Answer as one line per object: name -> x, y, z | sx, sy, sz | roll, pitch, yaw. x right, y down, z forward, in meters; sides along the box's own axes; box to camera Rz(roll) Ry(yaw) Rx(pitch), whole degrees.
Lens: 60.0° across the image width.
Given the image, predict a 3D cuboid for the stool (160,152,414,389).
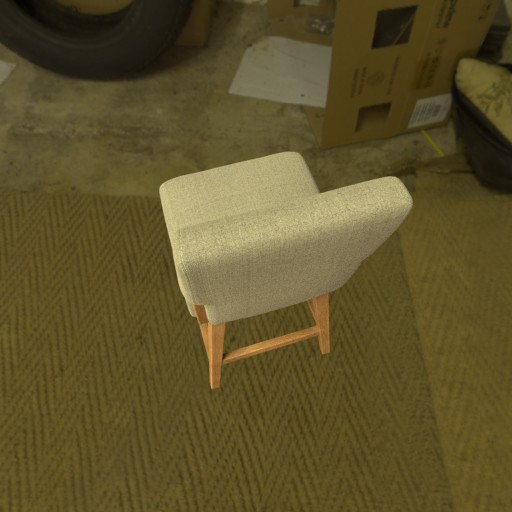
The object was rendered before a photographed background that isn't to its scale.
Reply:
stool -> 0.000, 0.000, 1.291 | 0.459, 1.010, 0.526 | -15, 61, -9
